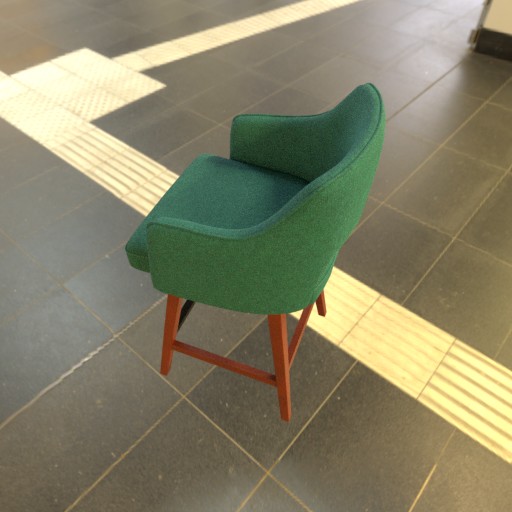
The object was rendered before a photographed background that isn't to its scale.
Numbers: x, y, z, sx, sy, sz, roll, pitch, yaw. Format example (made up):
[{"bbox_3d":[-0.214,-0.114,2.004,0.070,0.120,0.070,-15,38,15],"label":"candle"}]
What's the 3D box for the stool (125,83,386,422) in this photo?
[{"bbox_3d":[0.000,0.000,1.296,0.556,0.961,0.548,16,49,14],"label":"stool"}]
